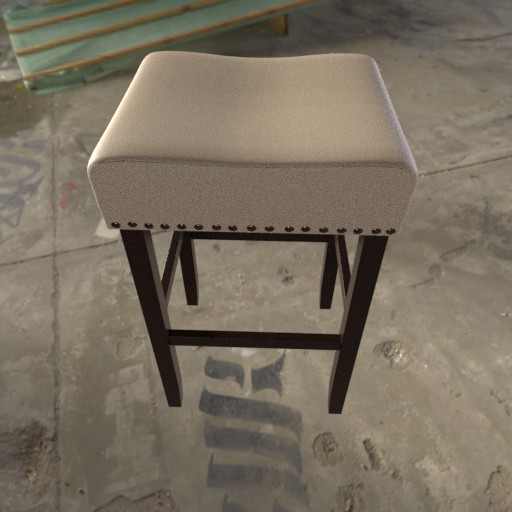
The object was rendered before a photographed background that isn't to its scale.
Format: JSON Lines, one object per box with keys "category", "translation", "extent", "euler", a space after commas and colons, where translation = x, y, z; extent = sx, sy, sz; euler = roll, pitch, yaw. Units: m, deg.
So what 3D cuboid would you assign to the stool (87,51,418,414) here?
{"category": "stool", "translation": [0.000, 0.000, 1.007], "extent": [0.471, 0.762, 0.401], "euler": [1, 45, 1]}
